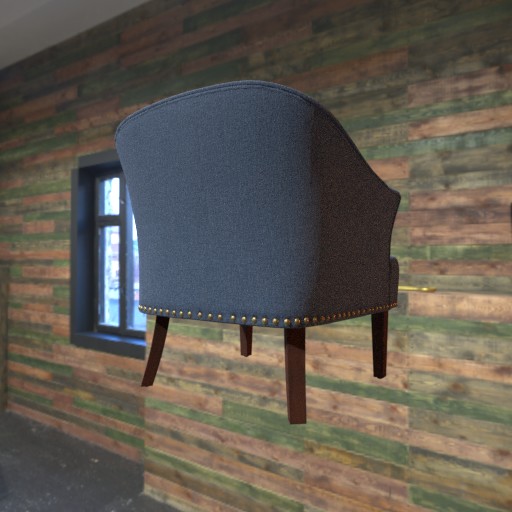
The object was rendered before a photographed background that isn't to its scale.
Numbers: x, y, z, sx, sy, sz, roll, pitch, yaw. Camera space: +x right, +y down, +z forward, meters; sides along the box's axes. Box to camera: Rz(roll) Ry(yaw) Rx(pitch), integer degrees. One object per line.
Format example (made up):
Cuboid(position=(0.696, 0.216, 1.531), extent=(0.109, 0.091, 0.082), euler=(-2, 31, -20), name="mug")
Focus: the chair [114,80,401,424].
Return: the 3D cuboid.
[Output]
Cuboid(position=(0.000, 0.000, 1.401), extent=(0.772, 0.815, 0.704), euler=(0, -1, 36), name="chair")
